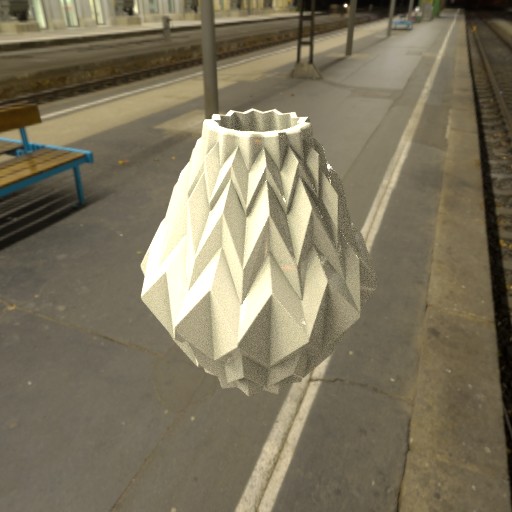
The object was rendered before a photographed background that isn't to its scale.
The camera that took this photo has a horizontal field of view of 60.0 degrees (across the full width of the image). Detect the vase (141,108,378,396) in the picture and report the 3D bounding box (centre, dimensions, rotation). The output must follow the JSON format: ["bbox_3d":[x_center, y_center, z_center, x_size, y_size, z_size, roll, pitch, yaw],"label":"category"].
[{"bbox_3d":[0.000,0.000,0.307,0.164,0.185,0.164,0,30,0],"label":"vase"}]
